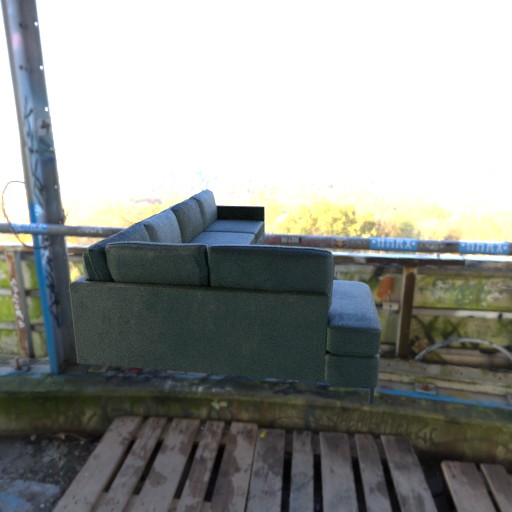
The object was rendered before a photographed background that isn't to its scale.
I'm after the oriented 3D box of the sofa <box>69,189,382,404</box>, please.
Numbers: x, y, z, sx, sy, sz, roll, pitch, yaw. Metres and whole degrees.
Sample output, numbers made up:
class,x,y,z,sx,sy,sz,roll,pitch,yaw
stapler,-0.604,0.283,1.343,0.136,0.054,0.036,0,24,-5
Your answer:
class,x,y,z,sx,sy,sz,roll,pitch,yaw
sofa,0.000,0.000,4.438,2.048,0.996,3.384,2,16,8
